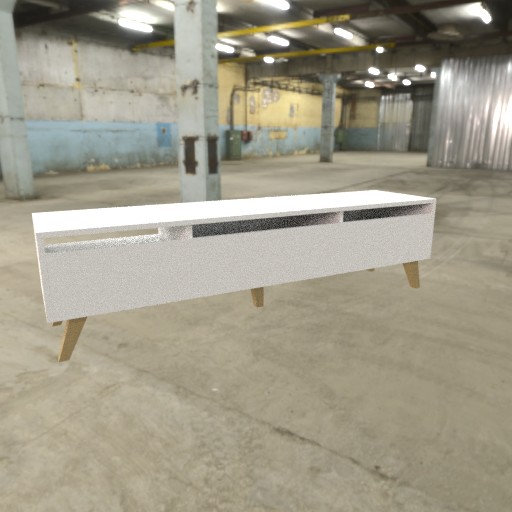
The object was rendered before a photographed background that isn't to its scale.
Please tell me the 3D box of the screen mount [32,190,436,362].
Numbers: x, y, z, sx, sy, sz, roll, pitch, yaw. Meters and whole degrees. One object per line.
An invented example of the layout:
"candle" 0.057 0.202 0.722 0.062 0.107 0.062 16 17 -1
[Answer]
"screen mount" 0.000 0.000 1.875 1.644 0.432 0.399 -8 17 -27
